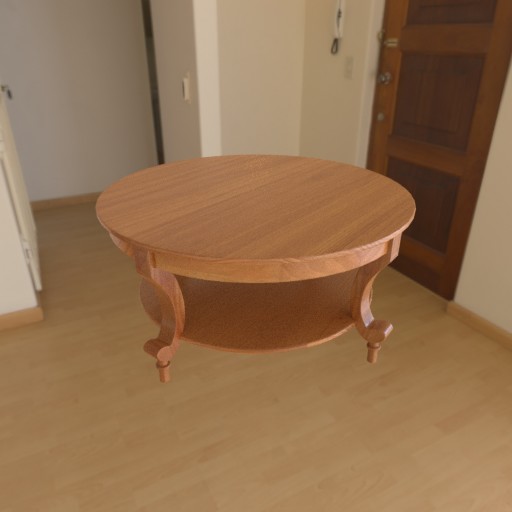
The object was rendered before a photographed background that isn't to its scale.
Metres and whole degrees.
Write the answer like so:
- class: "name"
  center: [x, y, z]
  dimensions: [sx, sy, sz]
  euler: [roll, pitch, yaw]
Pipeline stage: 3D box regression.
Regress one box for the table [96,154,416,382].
- class: "table"
  center: [0.000, 0.000, 1.597]
  dimensions: [1.029, 0.490, 1.029]
  euler: [0, 26, 0]
